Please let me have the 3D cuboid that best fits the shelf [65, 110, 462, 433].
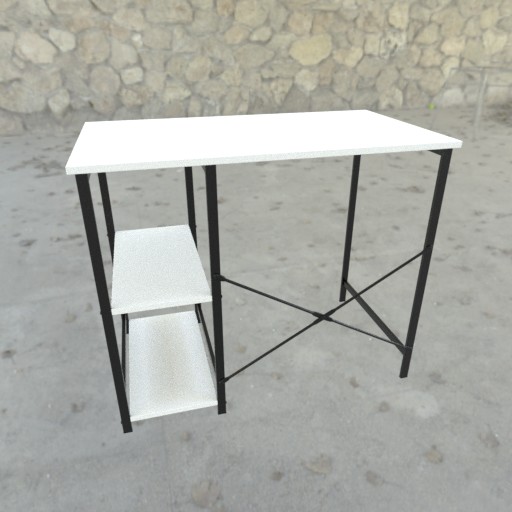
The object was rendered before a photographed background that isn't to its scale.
[{"bbox_3d":[0.000,0.000,1.352,0.902,0.750,0.498,-7,28,-13],"label":"shelf"}]
